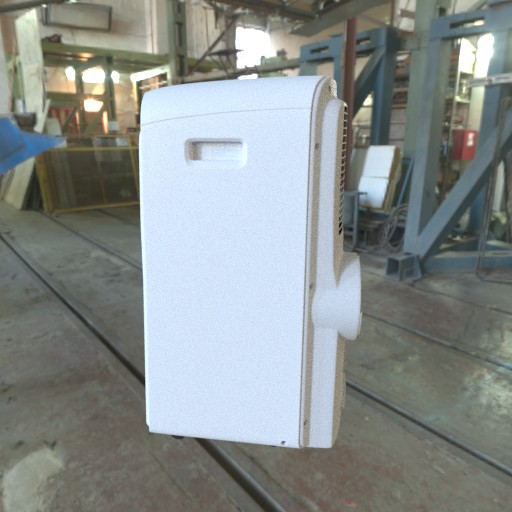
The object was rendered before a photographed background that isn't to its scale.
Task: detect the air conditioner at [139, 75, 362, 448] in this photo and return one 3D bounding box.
[{"bbox_3d":[0.000,0.000,1.058,0.467,0.765,0.478,2,16,6],"label":"air conditioner"}]
